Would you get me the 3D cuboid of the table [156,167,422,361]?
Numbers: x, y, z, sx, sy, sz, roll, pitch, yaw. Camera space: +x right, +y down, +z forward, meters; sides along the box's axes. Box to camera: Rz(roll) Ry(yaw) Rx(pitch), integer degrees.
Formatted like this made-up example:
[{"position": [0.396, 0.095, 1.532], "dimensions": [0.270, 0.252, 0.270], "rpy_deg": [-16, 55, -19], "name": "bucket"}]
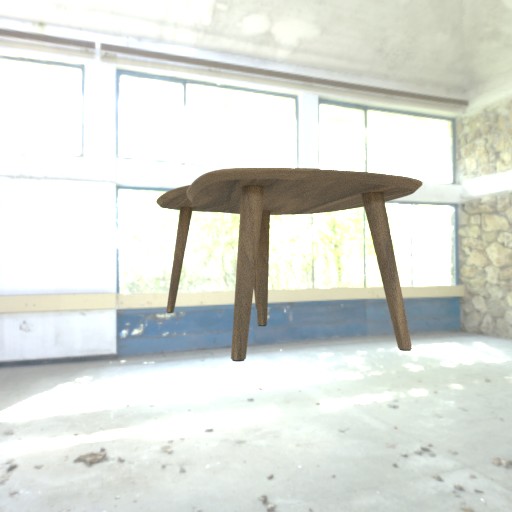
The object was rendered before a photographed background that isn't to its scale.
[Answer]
[{"position": [0.000, 0.000, 1.372], "dimensions": [0.527, 0.429, 1.084], "rpy_deg": [0, -1, -19], "name": "table"}]
